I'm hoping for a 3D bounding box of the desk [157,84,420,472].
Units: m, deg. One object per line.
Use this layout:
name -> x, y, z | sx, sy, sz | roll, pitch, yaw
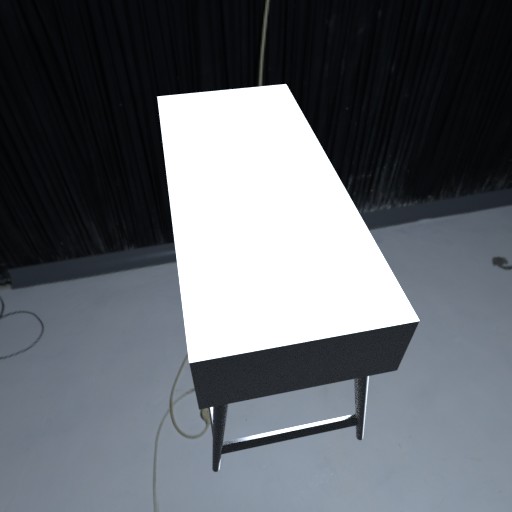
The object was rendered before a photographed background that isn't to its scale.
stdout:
desk -> 0.000, 0.000, 1.776 | 0.589, 0.762, 1.313 | -9, 47, -8
